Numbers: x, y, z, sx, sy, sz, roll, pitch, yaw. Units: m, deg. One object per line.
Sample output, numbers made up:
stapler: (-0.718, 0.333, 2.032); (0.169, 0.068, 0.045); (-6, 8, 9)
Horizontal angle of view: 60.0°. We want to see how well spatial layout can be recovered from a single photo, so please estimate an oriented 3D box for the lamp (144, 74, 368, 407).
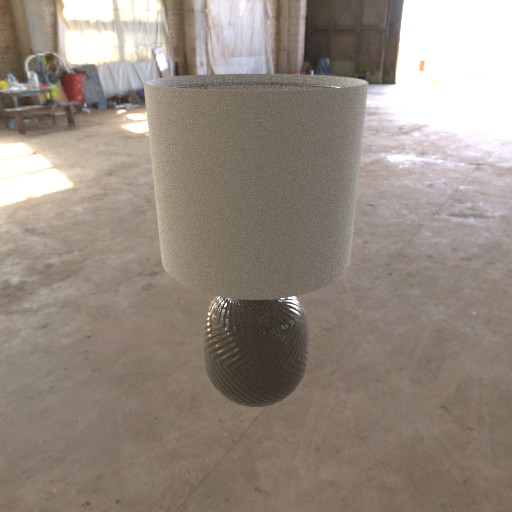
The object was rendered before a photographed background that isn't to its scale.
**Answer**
lamp: (0.000, 0.000, 0.496); (0.207, 0.366, 0.207); (-18, 31, -32)
